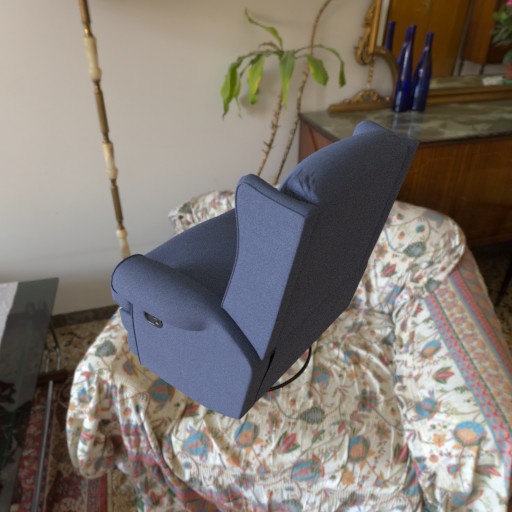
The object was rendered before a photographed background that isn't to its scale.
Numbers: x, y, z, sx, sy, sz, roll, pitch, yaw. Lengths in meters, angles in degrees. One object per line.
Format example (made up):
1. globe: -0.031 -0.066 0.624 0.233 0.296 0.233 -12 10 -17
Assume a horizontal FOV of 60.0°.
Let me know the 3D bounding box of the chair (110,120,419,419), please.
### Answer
1. chair: 0.000 0.000 1.753 0.877 1.020 0.971 22 38 31
